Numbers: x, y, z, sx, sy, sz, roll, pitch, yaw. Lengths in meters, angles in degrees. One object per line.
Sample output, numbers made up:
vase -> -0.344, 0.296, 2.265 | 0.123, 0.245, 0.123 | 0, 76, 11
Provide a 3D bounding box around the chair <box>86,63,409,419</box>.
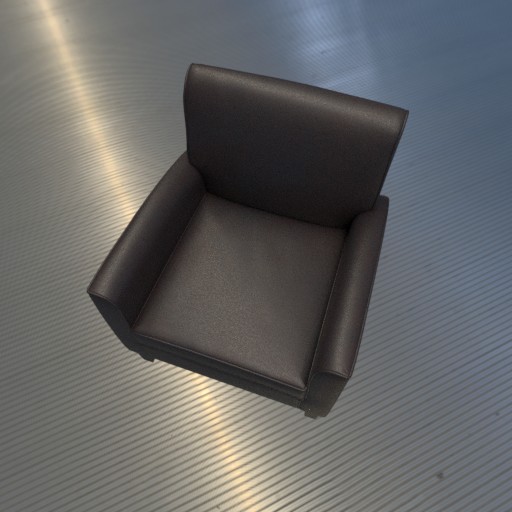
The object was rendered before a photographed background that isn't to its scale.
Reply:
chair -> 0.000, 0.000, 1.606 | 0.820, 0.916, 0.819 | 16, 60, 10
